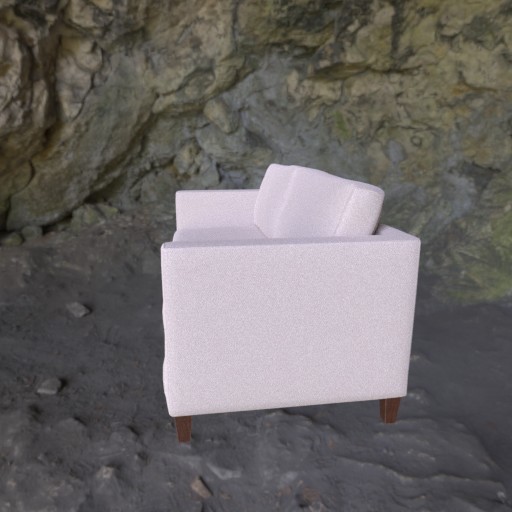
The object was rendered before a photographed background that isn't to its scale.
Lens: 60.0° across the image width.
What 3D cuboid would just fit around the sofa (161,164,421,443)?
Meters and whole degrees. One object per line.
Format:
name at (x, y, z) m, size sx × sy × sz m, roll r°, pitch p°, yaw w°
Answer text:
sofa at (0.000, 0.000, 2.255) m, size 0.873 × 0.888 × 1.722 m, roll -2°, pitch 14°, yaw -8°
